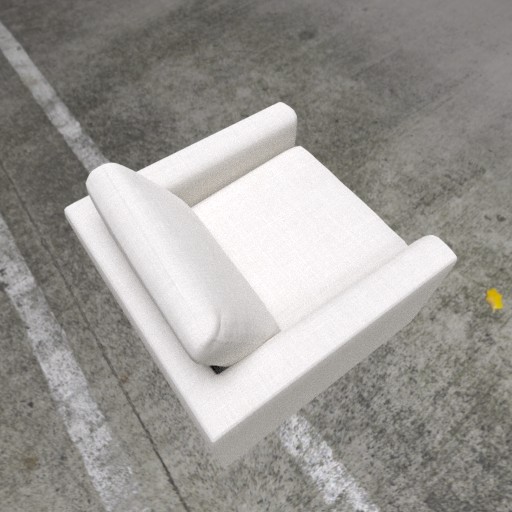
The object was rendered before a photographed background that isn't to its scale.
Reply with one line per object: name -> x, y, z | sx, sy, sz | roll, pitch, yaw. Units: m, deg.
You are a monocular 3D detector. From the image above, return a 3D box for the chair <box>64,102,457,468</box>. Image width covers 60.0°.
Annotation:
chair -> 0.000, 0.000, 1.813 | 1.100, 0.876, 1.070 | -32, 63, -18
